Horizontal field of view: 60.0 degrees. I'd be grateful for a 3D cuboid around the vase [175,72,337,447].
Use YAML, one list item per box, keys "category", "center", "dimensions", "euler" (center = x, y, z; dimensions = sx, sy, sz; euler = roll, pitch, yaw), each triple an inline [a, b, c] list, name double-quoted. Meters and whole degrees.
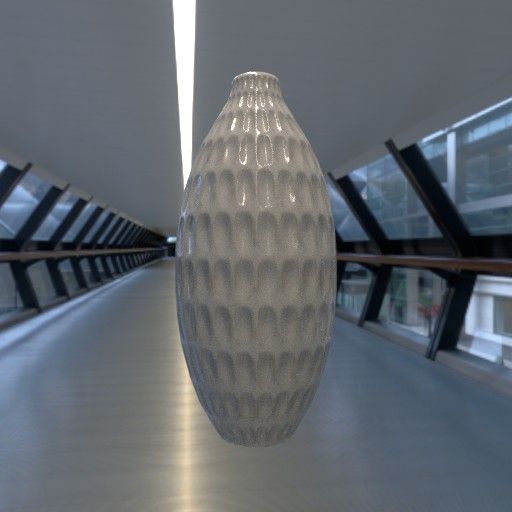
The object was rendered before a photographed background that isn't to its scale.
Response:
- category: "vase"
  center: [0.000, 0.000, 0.355]
  dimensions: [0.127, 0.282, 0.127]
  euler: [0, 0, 0]
